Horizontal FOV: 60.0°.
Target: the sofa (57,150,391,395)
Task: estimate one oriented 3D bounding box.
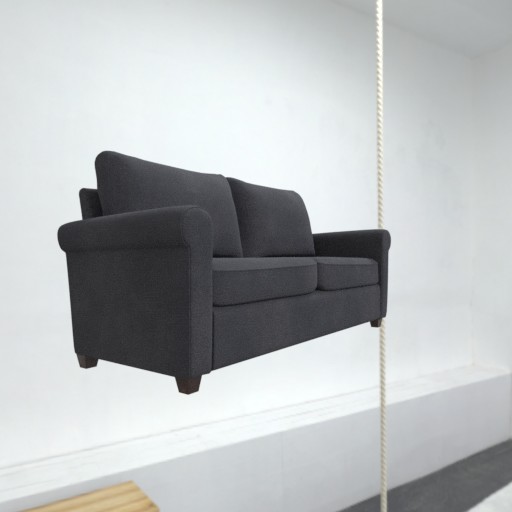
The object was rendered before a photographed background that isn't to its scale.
[{"bbox_3d":[0.000,0.000,2.448,0.842,0.942,1.935,0,0,36],"label":"sofa"}]
